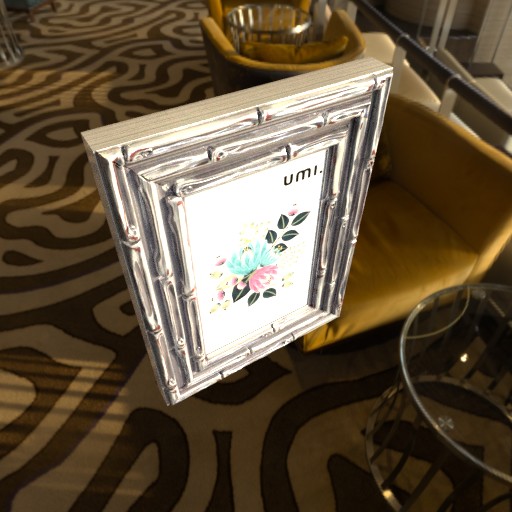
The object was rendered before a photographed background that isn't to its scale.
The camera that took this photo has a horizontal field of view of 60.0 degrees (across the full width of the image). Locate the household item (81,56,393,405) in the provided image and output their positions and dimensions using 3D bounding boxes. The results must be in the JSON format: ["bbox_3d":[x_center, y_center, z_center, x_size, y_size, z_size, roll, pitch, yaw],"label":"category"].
[{"bbox_3d":[0.000,0.000,0.291,0.165,0.216,0.025,-23,49,-22],"label":"household item"}]
